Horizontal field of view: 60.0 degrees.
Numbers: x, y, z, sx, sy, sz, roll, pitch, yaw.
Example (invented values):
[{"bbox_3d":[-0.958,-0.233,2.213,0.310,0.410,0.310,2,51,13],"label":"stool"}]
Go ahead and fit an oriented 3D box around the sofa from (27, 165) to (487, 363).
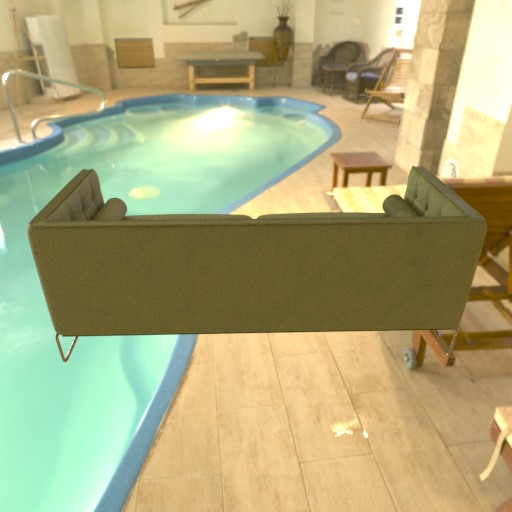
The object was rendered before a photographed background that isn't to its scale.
[{"bbox_3d":[0.000,0.000,2.495,2.087,0.789,0.867,-1,29,-1],"label":"sofa"}]
